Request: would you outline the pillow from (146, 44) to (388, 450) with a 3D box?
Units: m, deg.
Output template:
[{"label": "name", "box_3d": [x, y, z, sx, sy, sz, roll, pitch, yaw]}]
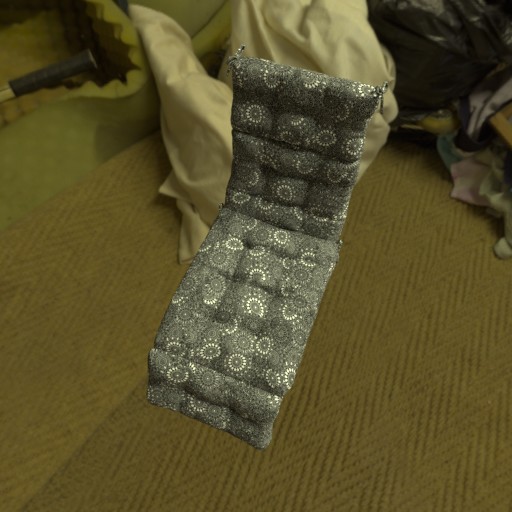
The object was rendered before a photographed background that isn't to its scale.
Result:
[{"label": "pillow", "box_3d": [0.000, 0.000, 1.500, 0.526, 0.863, 1.016, 18, 60, 11]}]
